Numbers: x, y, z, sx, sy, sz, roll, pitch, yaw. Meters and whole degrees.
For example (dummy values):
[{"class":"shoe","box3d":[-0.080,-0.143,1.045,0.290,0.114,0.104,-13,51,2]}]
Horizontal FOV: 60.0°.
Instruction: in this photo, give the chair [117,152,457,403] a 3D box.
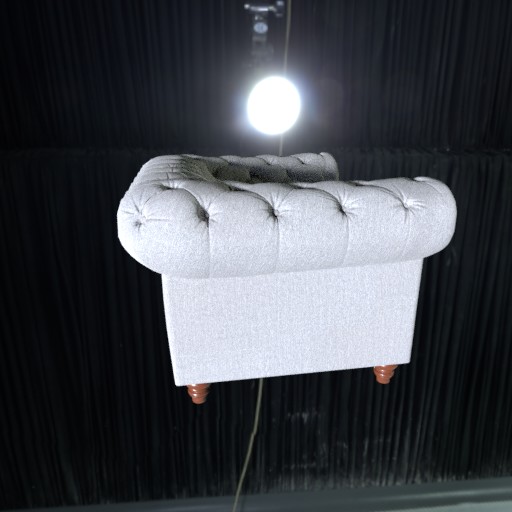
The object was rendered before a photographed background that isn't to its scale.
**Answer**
[{"class":"chair","box3d":[0.000,0.000,1.858,0.976,0.770,1.270,-3,18,-10]}]
